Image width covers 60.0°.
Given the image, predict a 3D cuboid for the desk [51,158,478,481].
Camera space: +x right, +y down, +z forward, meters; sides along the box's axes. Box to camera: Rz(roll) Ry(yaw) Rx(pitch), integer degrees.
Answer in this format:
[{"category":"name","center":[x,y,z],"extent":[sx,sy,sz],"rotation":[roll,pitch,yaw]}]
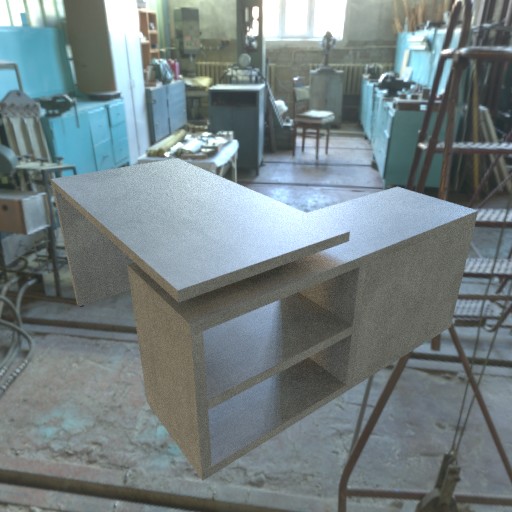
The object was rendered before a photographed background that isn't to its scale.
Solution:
[{"category":"desk","center":[0.000,0.000,2.262],"extent":[1.500,0.740,1.400],"rotation":[-18,32,-32]}]
